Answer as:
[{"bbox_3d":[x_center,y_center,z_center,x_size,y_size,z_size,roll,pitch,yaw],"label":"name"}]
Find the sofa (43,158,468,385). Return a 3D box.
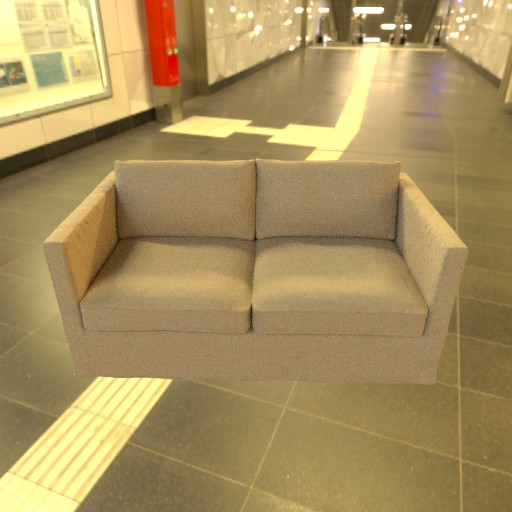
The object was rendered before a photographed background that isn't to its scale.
[{"bbox_3d":[0.000,0.000,2.268,1.719,0.835,0.962,1,29,1],"label":"sofa"}]
